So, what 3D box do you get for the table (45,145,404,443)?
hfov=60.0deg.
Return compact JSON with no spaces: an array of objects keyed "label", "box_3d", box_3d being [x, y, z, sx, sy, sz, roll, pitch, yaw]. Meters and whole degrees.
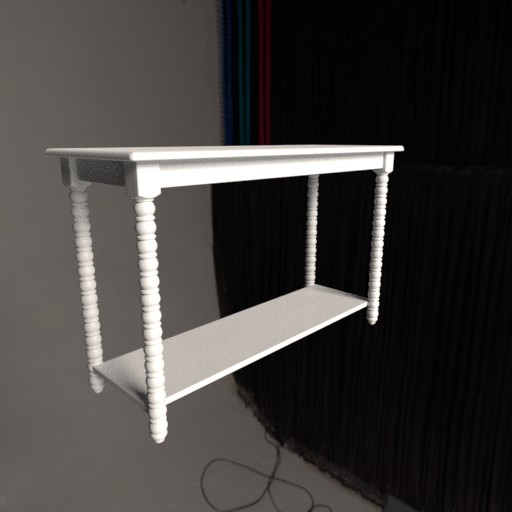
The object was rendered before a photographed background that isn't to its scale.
[{"label":"table","box_3d":[0.000,0.000,1.549,0.459,0.740,1.184,14,20,43]}]
